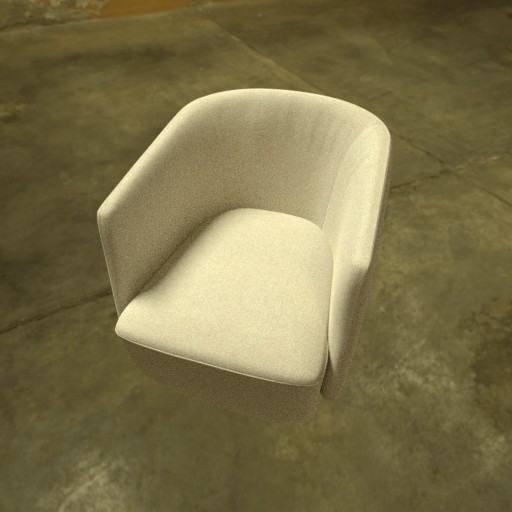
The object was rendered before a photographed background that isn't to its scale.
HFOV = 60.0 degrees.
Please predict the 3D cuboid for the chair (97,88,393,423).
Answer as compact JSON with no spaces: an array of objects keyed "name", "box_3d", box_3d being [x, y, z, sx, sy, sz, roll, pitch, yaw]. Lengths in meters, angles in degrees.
[{"name":"chair","box_3d":[0.000,0.000,1.608,0.822,0.861,0.986,12,43,13]}]
